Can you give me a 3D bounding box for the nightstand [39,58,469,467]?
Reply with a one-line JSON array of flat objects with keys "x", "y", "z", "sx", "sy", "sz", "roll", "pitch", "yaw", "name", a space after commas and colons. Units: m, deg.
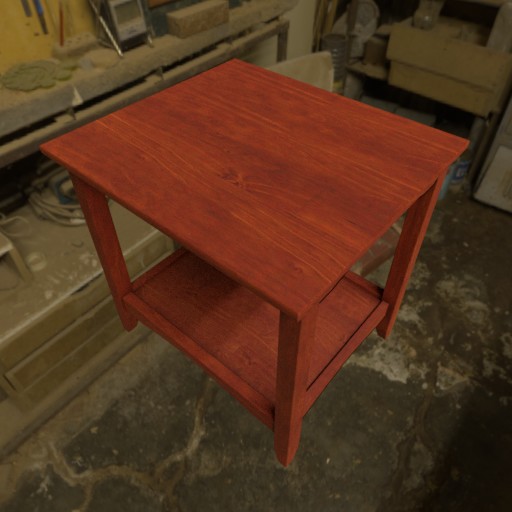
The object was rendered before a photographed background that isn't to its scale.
[{"x": 0.000, "y": 0.000, "z": 0.967, "sx": 0.558, "sy": 0.558, "sz": 0.501, "roll": 31, "pitch": 53, "yaw": 27, "name": "nightstand"}]
